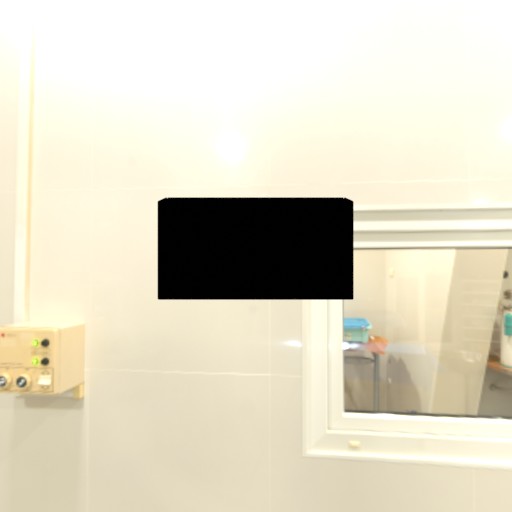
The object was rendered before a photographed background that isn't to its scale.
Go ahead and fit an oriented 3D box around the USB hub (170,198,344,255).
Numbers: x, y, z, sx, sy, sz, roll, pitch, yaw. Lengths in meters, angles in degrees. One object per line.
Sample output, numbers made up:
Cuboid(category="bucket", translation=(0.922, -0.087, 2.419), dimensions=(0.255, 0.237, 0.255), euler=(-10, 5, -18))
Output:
Cuboid(category="USB hub", translation=(0.000, 0.000, 0.157), dimensions=(0.044, 0.023, 0.145), euler=(0, -2, 0))
